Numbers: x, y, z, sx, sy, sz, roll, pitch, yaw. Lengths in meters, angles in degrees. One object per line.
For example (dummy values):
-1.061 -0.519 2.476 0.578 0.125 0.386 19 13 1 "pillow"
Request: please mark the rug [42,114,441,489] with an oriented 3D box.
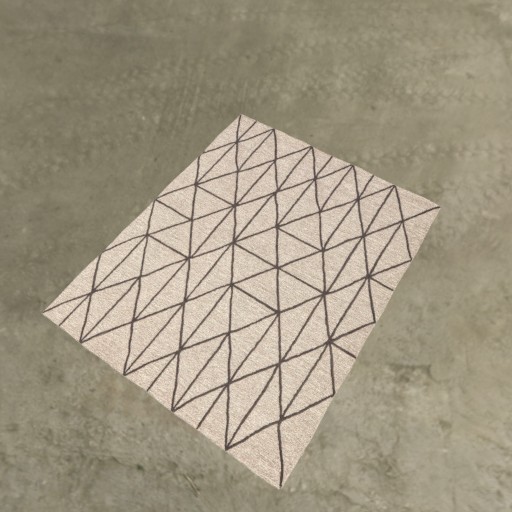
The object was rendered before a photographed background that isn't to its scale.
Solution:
0.000 0.000 4.146 2.468 0.022 3.061 30 63 17 "rug"
